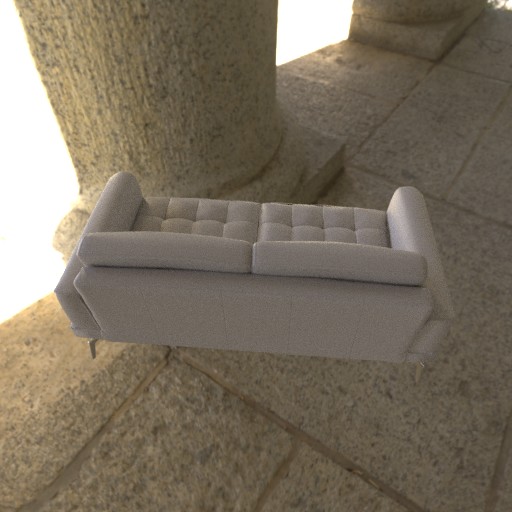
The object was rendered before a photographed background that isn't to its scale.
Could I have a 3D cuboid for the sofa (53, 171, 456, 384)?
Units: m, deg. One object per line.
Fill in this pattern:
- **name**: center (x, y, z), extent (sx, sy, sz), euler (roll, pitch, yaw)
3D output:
- **sofa**: center (0.000, 0.000, 2.776), extent (2.177, 0.930, 1.121), euler (4, 48, 3)
